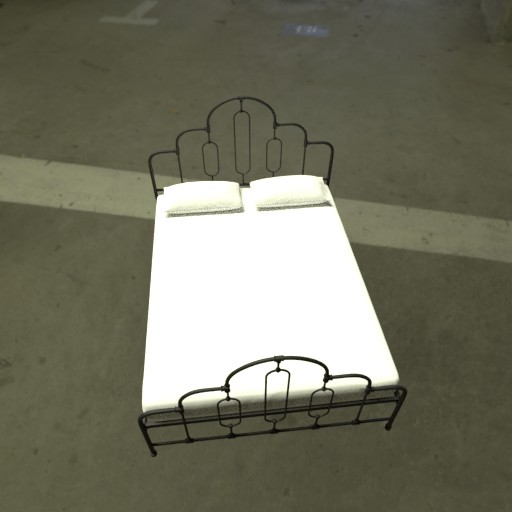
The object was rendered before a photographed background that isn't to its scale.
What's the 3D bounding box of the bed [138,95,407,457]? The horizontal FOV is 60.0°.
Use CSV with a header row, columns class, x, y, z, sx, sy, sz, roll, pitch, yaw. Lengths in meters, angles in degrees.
class,x,y,z,sx,sy,sz,roll,pitch,yaw
bed,0.000,0.000,3.236,1.640,1.429,2.163,-5,46,-4
